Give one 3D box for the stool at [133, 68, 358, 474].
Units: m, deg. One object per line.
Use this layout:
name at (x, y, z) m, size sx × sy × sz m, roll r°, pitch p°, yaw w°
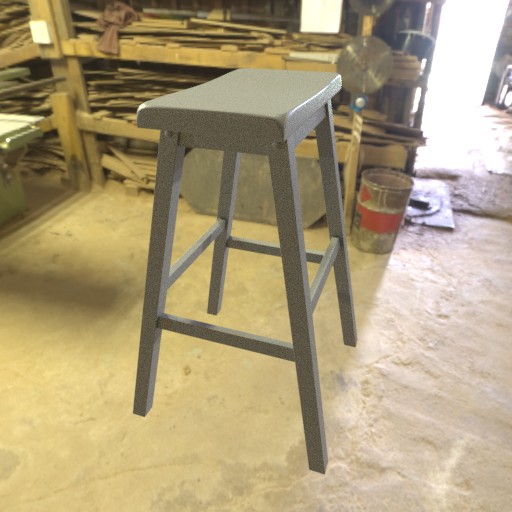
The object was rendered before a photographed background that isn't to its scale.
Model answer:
stool at (0.000, 0.000, 1.014) m, size 0.476 × 0.737 × 0.457 m, roll 10°, pitch 32°, yaw 17°
